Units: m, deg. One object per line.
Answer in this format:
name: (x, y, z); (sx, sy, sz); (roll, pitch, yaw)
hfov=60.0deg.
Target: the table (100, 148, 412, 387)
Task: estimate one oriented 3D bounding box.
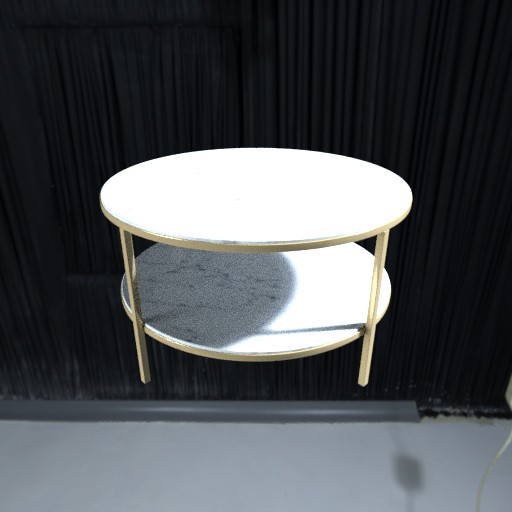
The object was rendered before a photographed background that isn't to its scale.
table: (0.000, 0.000, 1.285); (0.800, 0.450, 0.800); (0, 26, 0)
